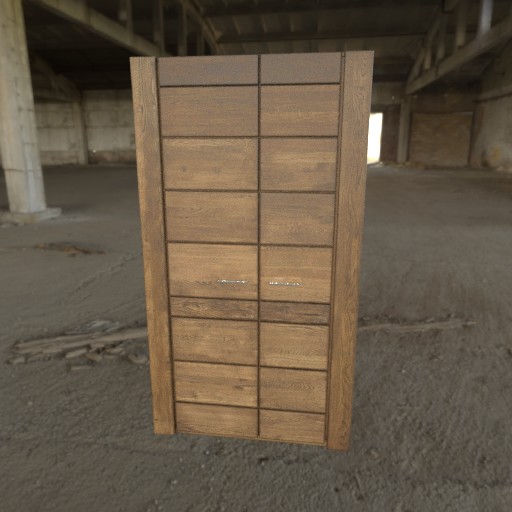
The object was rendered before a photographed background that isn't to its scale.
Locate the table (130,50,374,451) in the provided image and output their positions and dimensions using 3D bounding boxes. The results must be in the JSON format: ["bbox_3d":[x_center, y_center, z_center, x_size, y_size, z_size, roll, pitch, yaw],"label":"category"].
[{"bbox_3d":[0.000,0.000,2.489,1.100,2.000,0.600,2,14,8],"label":"table"}]
